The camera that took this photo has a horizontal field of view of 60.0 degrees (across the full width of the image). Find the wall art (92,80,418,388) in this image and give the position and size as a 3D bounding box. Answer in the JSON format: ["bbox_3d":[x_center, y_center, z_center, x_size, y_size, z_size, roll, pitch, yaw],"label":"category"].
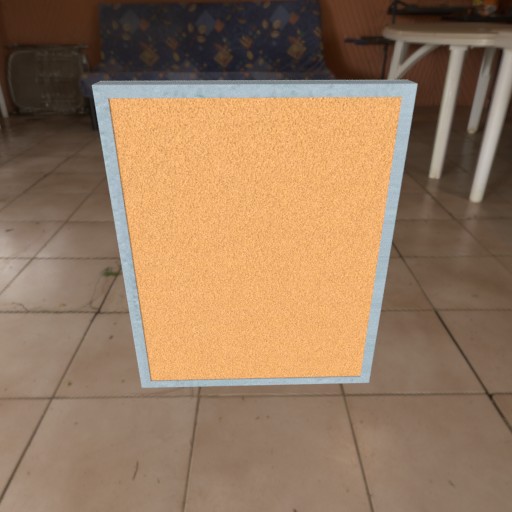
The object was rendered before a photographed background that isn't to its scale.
[{"bbox_3d":[0.000,0.000,0.692,0.409,0.509,0.037,-1,28,-2],"label":"wall art"}]
